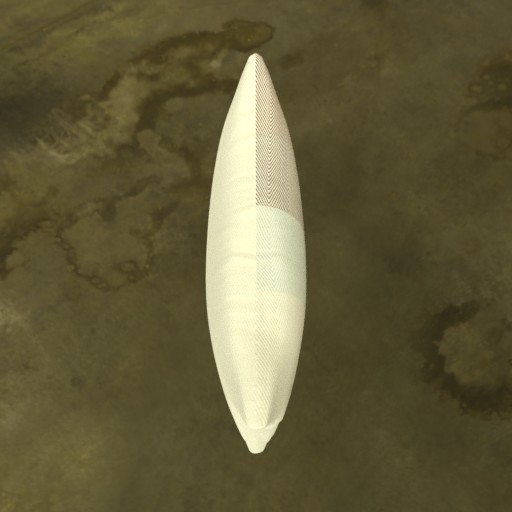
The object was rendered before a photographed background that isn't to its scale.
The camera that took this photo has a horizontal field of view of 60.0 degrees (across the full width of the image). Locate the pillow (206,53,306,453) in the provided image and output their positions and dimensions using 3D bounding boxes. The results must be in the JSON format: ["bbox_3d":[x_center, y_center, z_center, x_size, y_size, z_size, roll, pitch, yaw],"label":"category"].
[{"bbox_3d":[0.000,0.000,0.644,0.139,0.305,0.506,0,62,0],"label":"pillow"}]
